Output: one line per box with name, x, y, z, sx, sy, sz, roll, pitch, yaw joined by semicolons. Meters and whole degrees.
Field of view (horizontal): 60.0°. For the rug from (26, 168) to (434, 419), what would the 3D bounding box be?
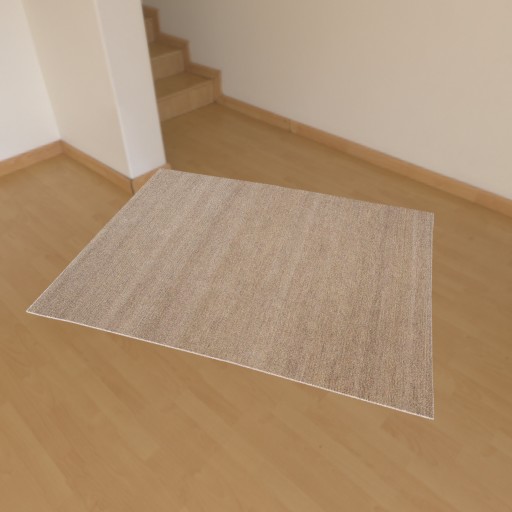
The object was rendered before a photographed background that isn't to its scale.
rug;0.000;0.000;4.198;3.245;0.046;2.467;12;42;13
